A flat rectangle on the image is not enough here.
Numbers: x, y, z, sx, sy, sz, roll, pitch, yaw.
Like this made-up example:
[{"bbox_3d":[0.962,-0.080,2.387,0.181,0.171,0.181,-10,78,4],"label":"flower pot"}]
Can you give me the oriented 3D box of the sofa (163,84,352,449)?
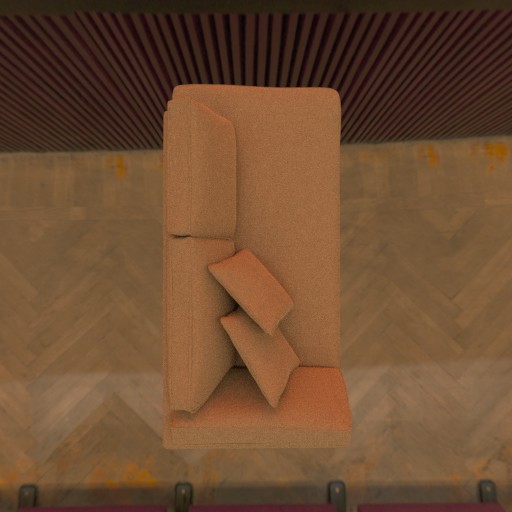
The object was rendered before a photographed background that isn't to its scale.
[{"bbox_3d":[0.000,0.000,2.867,1.110,1.033,2.237,0,89,-1],"label":"sofa"}]
